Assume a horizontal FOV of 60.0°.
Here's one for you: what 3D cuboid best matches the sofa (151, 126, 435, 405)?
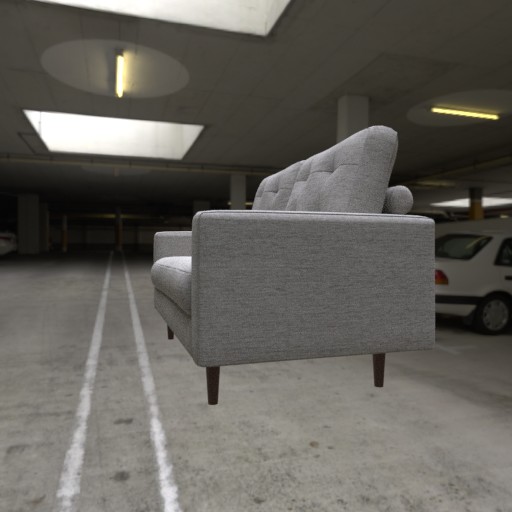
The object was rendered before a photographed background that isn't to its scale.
[{"bbox_3d":[0.000,0.000,1.978,0.842,0.907,1.407,0,0,-18],"label":"sofa"}]
